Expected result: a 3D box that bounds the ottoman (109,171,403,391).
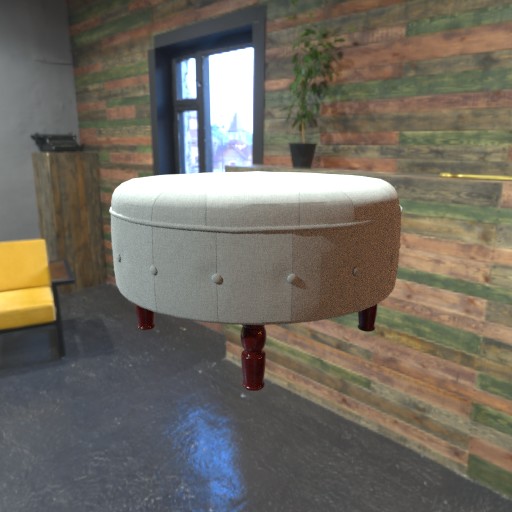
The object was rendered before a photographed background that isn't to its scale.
[{"bbox_3d":[0.000,0.000,1.386,0.850,0.483,0.850,0,14,0],"label":"ottoman"}]
